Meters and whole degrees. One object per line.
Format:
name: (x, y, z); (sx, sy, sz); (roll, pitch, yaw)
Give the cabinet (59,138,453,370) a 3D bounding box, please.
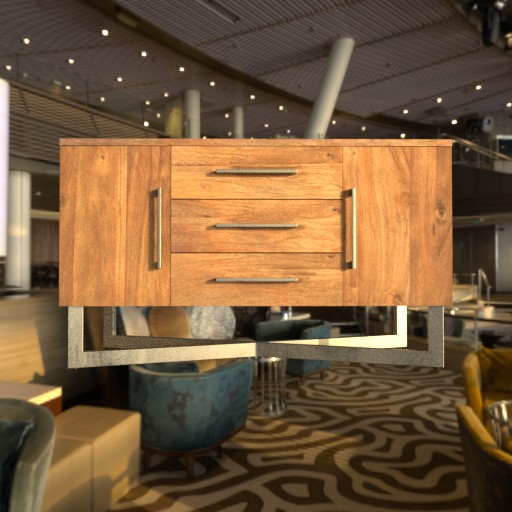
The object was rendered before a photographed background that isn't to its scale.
cabinet: (0.000, 0.000, 1.758); (1.373, 0.812, 0.480); (0, -1, -1)
